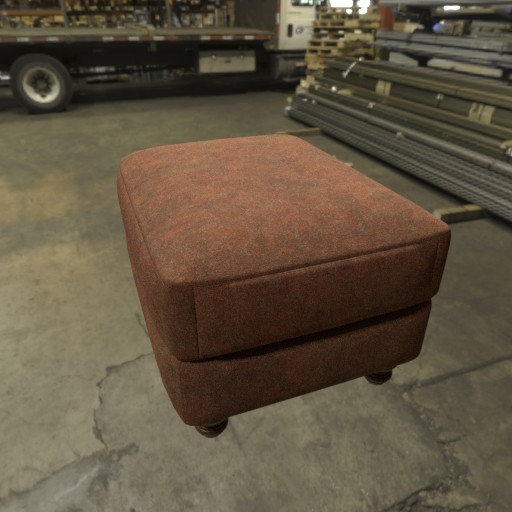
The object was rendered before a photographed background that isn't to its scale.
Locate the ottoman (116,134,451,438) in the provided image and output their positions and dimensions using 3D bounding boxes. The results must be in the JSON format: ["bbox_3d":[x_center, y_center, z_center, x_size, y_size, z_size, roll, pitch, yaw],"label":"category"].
[{"bbox_3d":[0.000,0.000,1.181,0.635,0.508,0.787,-11,32,-18],"label":"ottoman"}]
